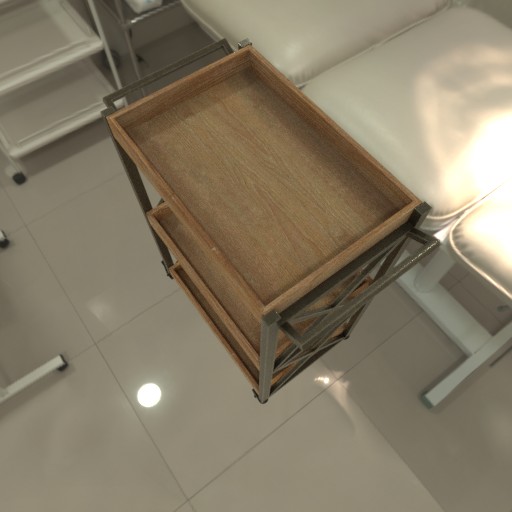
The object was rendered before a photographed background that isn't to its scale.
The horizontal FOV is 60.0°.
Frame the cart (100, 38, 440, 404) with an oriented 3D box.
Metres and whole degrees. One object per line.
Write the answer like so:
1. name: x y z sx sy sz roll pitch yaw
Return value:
1. cart: 0.000 0.000 1.212 0.377 0.835 0.673 -34 68 -16
